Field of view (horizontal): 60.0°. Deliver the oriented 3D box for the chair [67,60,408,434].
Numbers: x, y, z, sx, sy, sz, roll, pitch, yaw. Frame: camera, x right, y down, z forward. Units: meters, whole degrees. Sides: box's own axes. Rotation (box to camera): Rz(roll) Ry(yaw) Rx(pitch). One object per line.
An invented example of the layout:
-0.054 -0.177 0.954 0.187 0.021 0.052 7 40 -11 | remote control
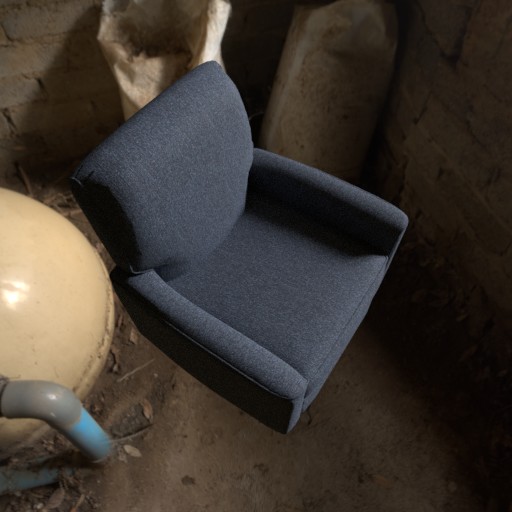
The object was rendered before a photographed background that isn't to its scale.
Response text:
0.000 0.000 1.618 0.850 1.016 0.839 30 62 18 | chair
